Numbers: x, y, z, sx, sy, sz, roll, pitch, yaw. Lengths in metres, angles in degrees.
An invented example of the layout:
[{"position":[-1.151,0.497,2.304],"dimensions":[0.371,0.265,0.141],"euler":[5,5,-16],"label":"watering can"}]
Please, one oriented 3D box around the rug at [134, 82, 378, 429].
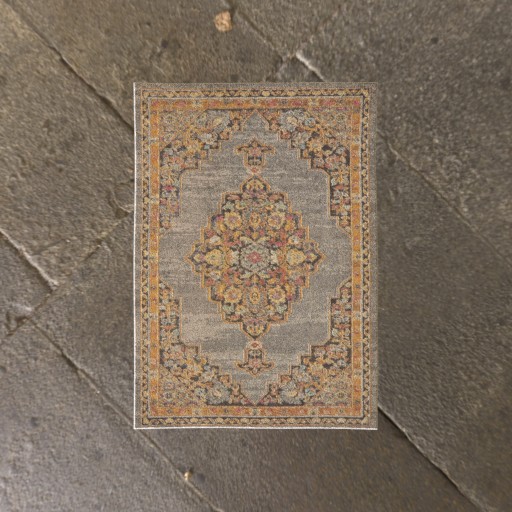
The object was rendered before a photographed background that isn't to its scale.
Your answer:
[{"position":[0.000,0.000,3.904],"dimensions":[2.158,0.024,3.063],"euler":[0,90,0],"label":"rug"}]
